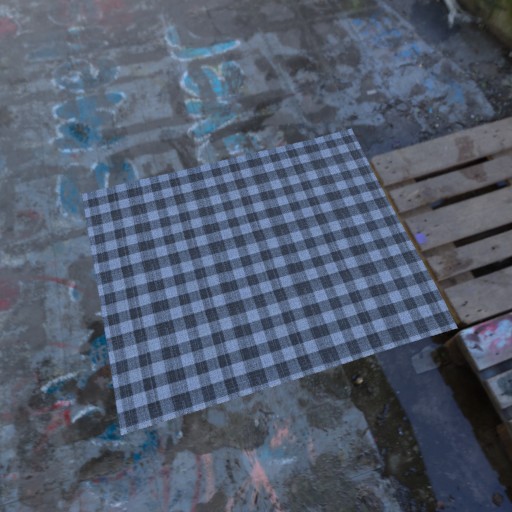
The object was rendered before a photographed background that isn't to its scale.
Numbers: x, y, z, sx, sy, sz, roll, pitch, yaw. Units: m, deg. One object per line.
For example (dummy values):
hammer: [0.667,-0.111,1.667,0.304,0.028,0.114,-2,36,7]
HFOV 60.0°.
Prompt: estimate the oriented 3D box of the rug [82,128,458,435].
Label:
rug: [0.000,0.000,4.270,3.021,0.013,2.432,-15,65,-8]
